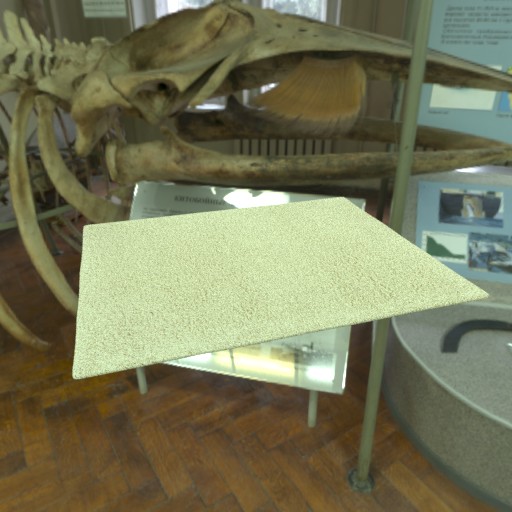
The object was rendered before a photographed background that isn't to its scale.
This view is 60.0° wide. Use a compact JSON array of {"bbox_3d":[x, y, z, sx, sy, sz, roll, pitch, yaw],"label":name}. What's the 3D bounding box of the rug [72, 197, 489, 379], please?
[{"bbox_3d":[0.000,0.000,4.057,3.047,0.029,2.438,-8,28,-16],"label":"rug"}]
